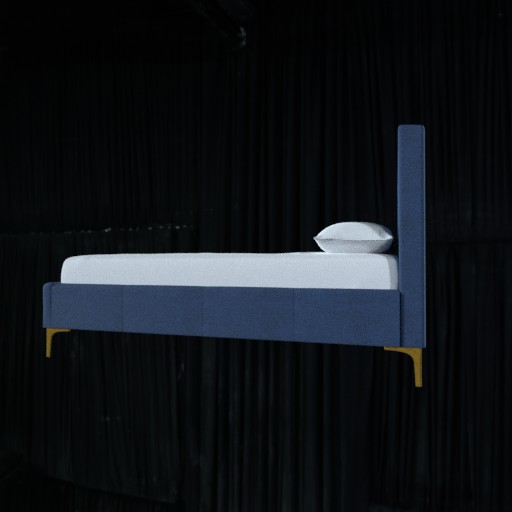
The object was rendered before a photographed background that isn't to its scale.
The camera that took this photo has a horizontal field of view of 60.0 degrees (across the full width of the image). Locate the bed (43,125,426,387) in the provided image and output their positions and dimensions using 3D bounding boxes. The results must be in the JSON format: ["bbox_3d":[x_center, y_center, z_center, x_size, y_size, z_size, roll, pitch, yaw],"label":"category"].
[{"bbox_3d":[0.000,0.000,3.170,2.172,1.231,1.723,0,-1,18],"label":"bed"}]
